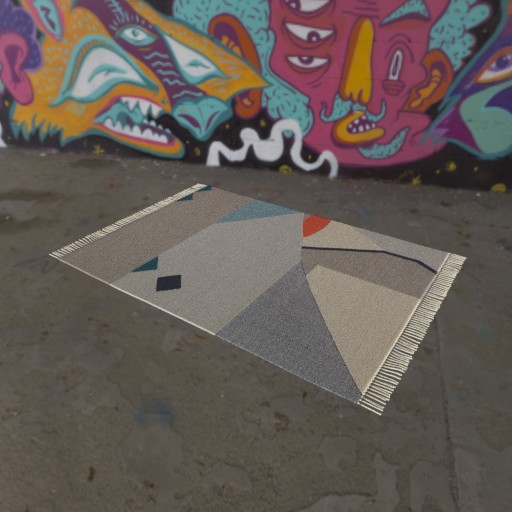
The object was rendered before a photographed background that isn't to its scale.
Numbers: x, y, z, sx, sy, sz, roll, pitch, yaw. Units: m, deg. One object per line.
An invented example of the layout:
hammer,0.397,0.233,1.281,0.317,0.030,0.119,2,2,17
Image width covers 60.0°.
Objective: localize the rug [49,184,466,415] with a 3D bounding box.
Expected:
rug,0.000,0.000,2.323,1.828,0.005,1.220,19,36,29
